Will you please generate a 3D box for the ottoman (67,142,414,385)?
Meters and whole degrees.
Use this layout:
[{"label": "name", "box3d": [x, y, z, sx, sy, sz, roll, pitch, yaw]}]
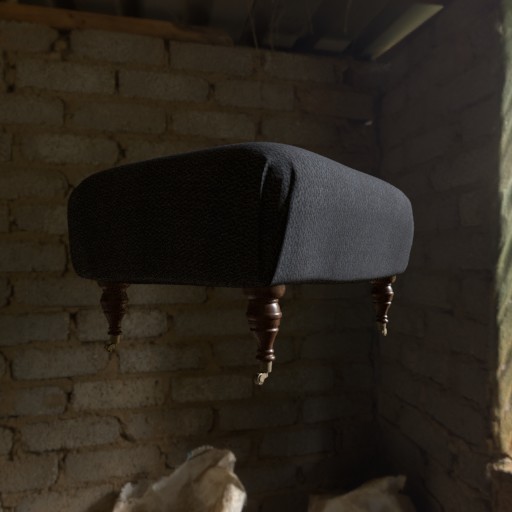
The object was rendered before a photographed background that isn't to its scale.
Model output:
[{"label": "ottoman", "box3d": [0.000, 0.000, 1.145, 0.622, 0.450, 0.747, 0, 0, 36]}]
